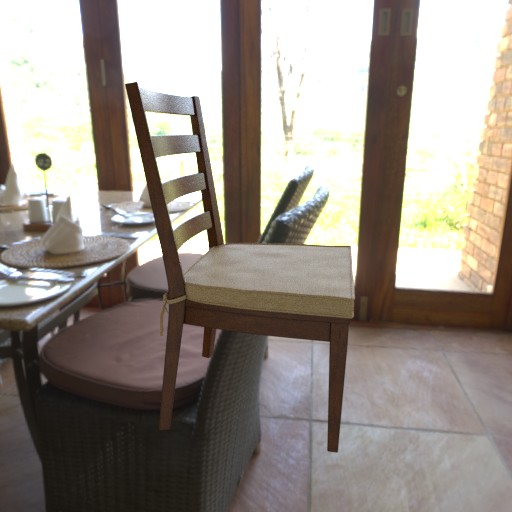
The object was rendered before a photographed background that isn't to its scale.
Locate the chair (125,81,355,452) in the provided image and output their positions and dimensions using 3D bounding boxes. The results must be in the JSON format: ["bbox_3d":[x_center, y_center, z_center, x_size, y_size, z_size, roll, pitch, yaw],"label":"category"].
[{"bbox_3d":[0.000,0.000,1.382,0.595,0.979,0.593,3,16,10],"label":"chair"}]
